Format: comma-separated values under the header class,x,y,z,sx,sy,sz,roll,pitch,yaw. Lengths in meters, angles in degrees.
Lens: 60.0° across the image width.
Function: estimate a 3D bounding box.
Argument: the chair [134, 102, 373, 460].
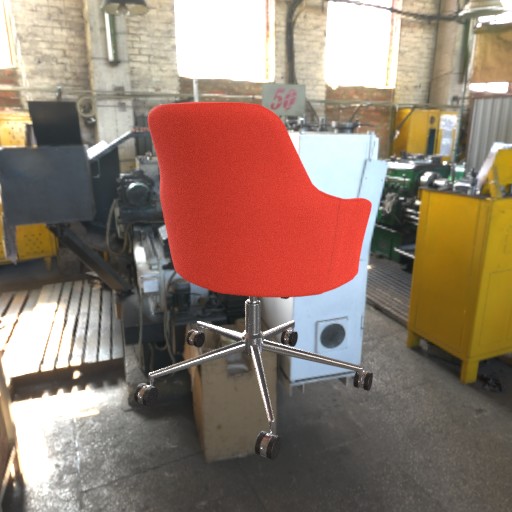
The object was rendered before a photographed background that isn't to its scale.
class,x,y,z,sx,sy,sz,roll,pitch,yaw
chair,0.000,0.000,1.281,0.655,0.820,0.600,9,19,28
